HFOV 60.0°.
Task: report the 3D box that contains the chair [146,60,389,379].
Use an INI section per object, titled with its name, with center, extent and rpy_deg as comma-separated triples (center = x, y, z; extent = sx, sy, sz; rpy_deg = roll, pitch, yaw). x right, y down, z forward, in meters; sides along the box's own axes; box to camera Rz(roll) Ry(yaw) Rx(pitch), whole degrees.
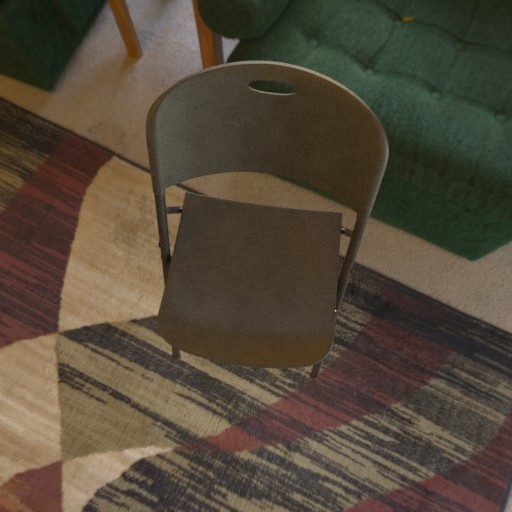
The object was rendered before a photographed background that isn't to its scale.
[chair]
center = 0.000, 0.000, 1.164
extent = 0.494, 0.810, 0.566
rpy_deg = 8, 74, 2
